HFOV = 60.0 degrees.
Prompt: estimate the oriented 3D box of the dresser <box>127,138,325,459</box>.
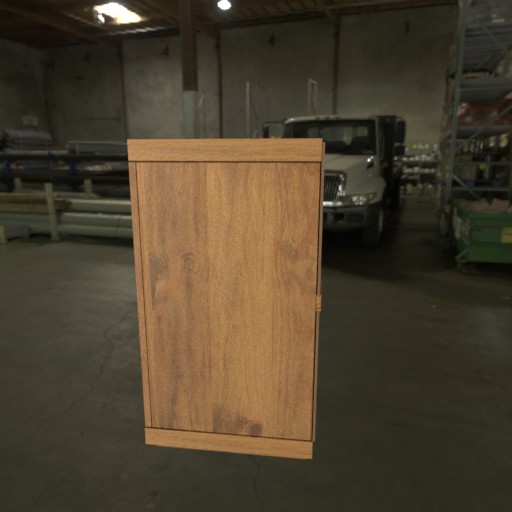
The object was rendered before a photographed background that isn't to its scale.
[{"bbox_3d":[0.000,0.000,1.682,0.479,0.825,1.261,2,13,8],"label":"dresser"}]
